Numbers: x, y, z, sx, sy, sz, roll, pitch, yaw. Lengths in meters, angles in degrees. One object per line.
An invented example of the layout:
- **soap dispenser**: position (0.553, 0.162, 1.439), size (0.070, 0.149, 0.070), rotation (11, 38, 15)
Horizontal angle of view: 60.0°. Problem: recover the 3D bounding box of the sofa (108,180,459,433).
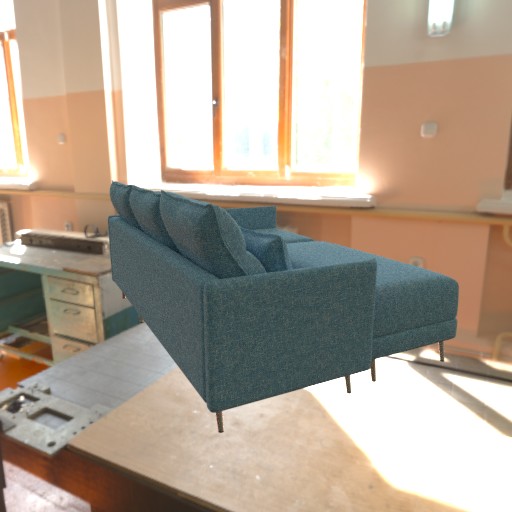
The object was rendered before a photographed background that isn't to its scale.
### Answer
- **sofa**: position (0.000, 0.000, 2.740), size (1.420, 0.899, 2.034), rotation (-6, 14, -27)
